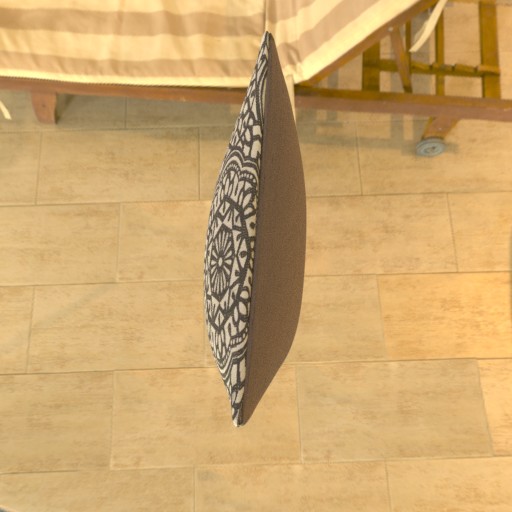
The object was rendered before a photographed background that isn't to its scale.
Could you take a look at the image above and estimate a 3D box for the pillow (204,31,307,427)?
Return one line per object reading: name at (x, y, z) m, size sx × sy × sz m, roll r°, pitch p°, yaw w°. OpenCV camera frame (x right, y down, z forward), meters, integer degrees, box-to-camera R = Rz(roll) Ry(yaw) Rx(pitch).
pillow at (0.000, 0.000, 0.652) m, size 0.148 × 0.417 × 0.436 m, roll 4°, pitch 76°, yaw 1°
